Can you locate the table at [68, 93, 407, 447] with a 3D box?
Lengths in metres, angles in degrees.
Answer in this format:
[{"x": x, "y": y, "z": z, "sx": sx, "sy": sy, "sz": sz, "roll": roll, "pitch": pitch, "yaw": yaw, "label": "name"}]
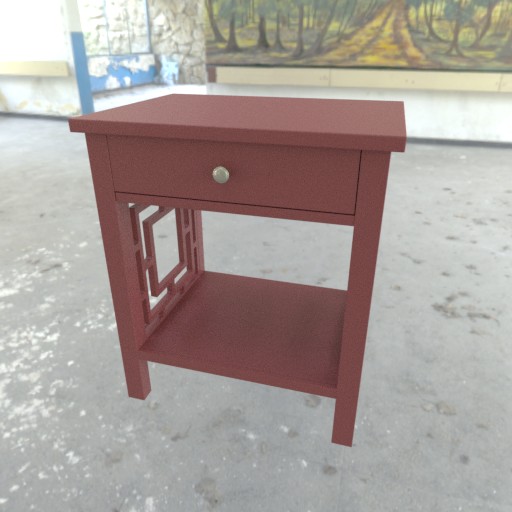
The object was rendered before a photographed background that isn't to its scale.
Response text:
[{"x": 0.000, "y": 0.000, "z": 1.081, "sx": 0.599, "sy": 0.686, "sz": 0.451, "roll": 7, "pitch": 27, "yaw": 14, "label": "table"}]
